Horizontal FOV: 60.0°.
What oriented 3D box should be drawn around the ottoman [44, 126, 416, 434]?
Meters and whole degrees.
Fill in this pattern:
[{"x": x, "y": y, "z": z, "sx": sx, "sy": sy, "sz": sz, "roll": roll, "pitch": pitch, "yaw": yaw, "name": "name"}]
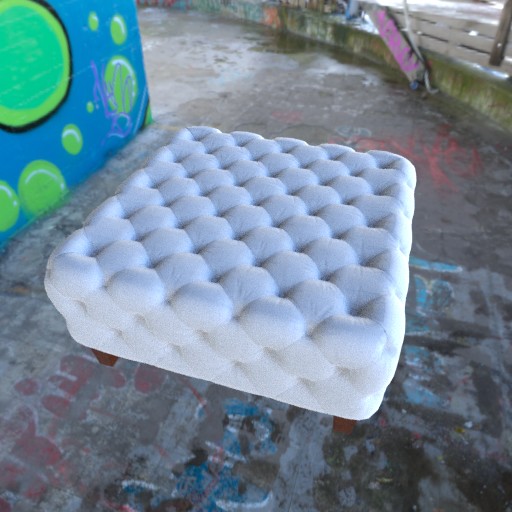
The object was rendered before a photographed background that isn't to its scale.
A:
[{"x": 0.000, "y": 0.000, "z": 1.203, "sx": 0.755, "sy": 0.376, "sz": 0.753, "roll": 12, "pitch": 42, "yaw": 13, "name": "ottoman"}]
